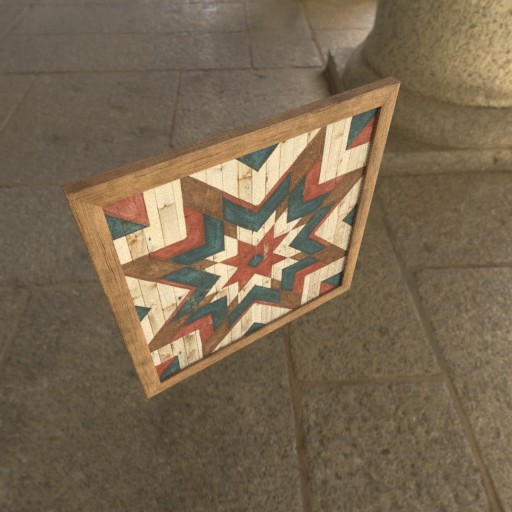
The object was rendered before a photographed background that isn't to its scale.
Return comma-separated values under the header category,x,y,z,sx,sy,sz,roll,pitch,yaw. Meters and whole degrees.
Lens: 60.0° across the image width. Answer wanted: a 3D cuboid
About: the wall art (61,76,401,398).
category,x,y,z,sx,sy,sz,roll,pitch,yaw
wall art,0.000,0.000,1.055,0.695,0.691,0.029,-25,52,-21
